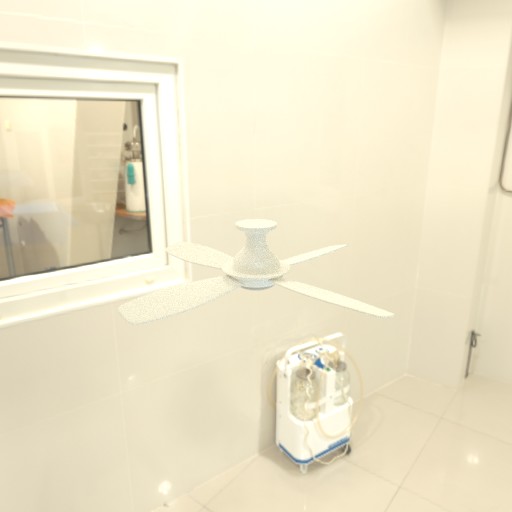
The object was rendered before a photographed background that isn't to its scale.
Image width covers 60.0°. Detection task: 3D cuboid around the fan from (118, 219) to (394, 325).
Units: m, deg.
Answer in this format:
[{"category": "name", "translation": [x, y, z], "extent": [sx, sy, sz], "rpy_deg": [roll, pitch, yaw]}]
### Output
[{"category": "fan", "translation": [0.000, 0.000, 2.536], "extent": [1.693, 0.382, 1.694], "rpy_deg": [16, 23, 42]}]
